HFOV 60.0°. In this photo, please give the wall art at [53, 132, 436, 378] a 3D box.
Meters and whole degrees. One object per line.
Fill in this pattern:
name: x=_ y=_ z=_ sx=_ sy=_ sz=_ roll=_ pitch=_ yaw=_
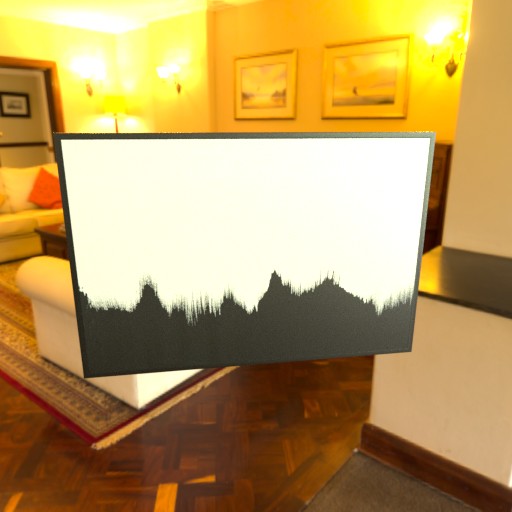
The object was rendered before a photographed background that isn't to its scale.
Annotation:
wall art: x=0.000 y=0.000 z=0.829 sx=0.659 sy=0.446 sz=0.022 roll=-3 pitch=17 yaw=-9
